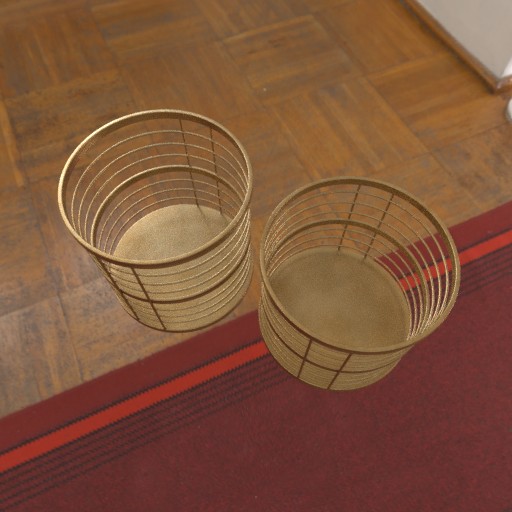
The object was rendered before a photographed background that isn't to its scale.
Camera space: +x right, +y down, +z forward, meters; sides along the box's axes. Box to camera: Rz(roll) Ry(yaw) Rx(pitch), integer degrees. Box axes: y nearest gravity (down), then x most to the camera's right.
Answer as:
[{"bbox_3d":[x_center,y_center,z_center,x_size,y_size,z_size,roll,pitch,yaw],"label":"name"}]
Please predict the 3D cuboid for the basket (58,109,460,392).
[{"bbox_3d":[0.000,0.000,0.936,0.746,0.351,0.356,18,63,9],"label":"basket"}]
